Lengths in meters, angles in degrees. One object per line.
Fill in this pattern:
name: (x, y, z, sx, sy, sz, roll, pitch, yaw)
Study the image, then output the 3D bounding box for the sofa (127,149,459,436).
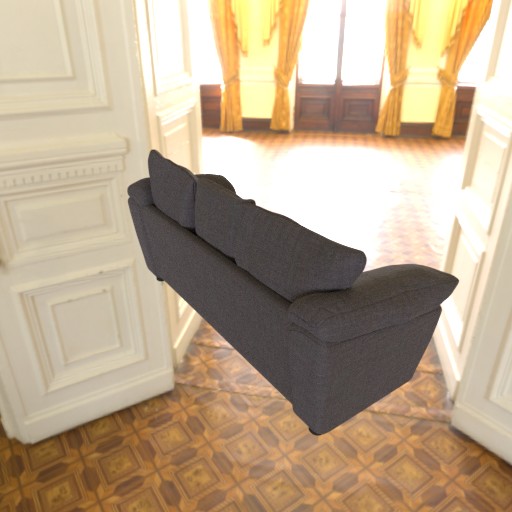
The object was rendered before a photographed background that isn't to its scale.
sofa: (0.000, 0.000, 2.922, 0.883, 1.080, 2.336, -18, 32, -31)
